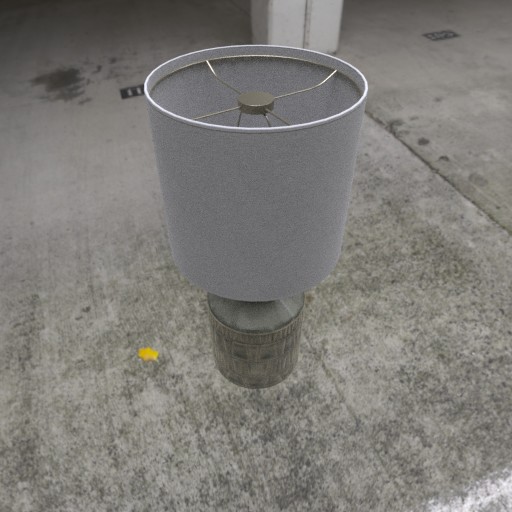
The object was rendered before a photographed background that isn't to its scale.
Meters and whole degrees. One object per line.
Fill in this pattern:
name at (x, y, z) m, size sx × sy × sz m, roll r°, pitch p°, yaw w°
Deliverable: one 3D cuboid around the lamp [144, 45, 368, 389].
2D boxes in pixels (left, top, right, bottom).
lamp at (0.000, 0.000, 0.576) m, size 0.211 × 0.455 × 0.211 m, roll -13°, pitch 43°, yaw -14°
